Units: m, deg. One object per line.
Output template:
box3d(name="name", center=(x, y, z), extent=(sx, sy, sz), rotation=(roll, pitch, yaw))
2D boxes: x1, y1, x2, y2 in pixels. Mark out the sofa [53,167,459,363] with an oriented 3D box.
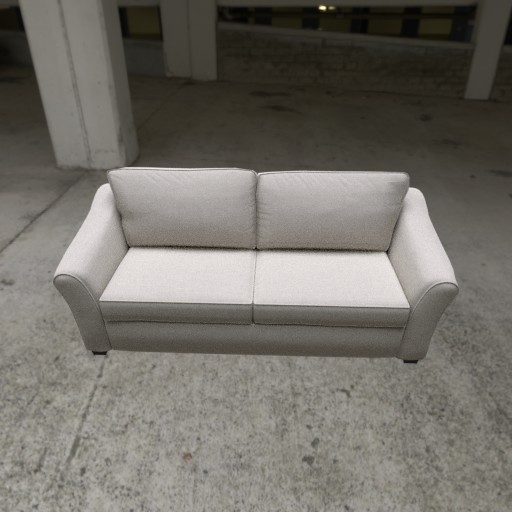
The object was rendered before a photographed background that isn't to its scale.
box3d(name="sofa", center=(0.000, 0.000, 2.843), extent=(2.270, 0.965, 0.980), rotation=(1, 30, 2))
